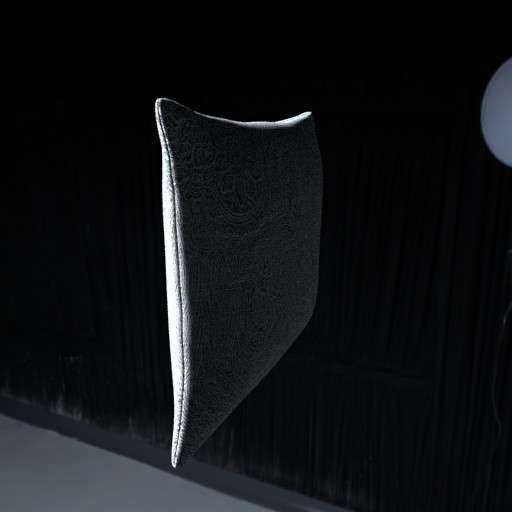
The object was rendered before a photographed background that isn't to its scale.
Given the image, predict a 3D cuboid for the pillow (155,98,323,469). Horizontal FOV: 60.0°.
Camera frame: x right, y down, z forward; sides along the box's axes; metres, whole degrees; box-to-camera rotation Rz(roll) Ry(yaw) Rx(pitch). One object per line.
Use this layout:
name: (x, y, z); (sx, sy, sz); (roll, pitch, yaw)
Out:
pillow: (0.000, 0.000, 0.794); (0.166, 0.507, 0.526); (8, 18, 25)
